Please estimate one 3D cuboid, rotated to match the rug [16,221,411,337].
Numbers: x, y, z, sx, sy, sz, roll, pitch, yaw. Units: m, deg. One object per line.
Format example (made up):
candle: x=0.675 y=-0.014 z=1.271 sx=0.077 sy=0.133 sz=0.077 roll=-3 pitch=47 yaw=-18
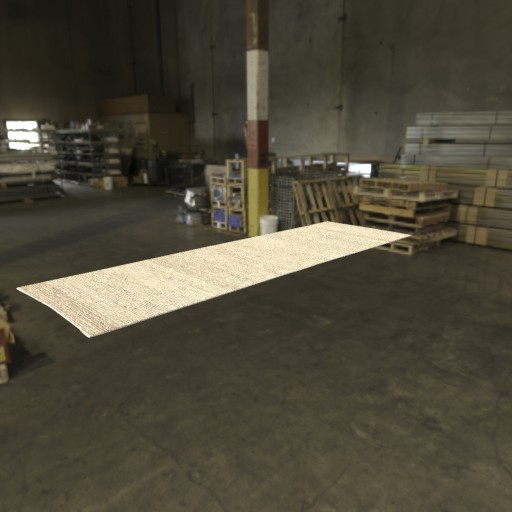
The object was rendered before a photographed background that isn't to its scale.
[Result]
rug: x=0.000 y=0.000 z=2.609 sx=2.390 sy=0.014 sz=0.741 roll=-14 pitch=21 yaw=-42
